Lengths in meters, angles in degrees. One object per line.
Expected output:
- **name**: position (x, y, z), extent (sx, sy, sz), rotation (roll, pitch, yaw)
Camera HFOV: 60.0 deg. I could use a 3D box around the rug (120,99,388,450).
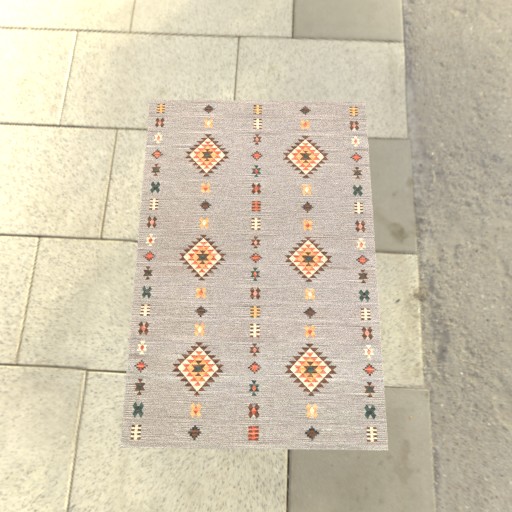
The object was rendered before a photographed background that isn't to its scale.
- **rug**: position (0.000, 0.000, 2.255), extent (1.217, 0.005, 1.818), rotation (1, 74, 0)
